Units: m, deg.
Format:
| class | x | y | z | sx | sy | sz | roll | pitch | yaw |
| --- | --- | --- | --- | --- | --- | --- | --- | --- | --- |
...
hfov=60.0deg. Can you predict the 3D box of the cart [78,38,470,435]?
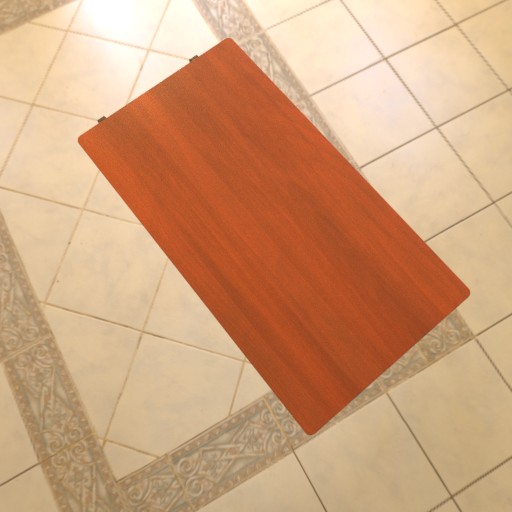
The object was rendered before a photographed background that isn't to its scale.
| class | x | y | z | sx | sy | sz | roll | pitch | yaw |
| --- | --- | --- | --- | --- | --- | --- | --- | --- | --- |
| cart | 0.000 | 0.000 | 1.439 | 0.457 | 0.927 | 0.899 | -38 | 78 | -9 |
